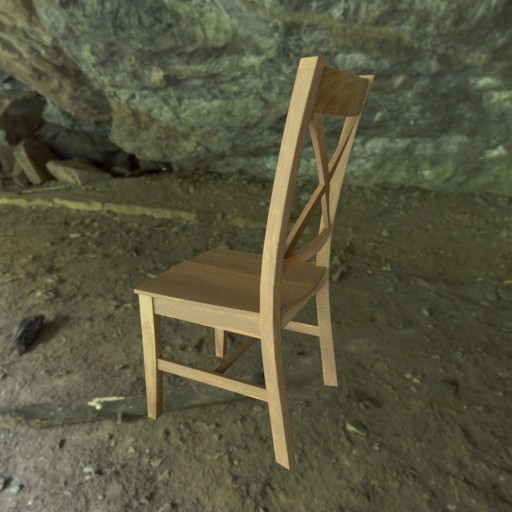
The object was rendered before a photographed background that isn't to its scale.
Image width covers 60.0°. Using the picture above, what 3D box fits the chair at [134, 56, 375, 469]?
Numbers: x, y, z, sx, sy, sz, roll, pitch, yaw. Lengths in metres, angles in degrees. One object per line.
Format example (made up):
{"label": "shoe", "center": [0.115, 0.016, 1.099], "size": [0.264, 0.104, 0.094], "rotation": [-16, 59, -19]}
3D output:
{"label": "chair", "center": [0.000, 0.000, 1.278], "size": [0.542, 0.983, 0.485], "rotation": [8, 20, 25]}
